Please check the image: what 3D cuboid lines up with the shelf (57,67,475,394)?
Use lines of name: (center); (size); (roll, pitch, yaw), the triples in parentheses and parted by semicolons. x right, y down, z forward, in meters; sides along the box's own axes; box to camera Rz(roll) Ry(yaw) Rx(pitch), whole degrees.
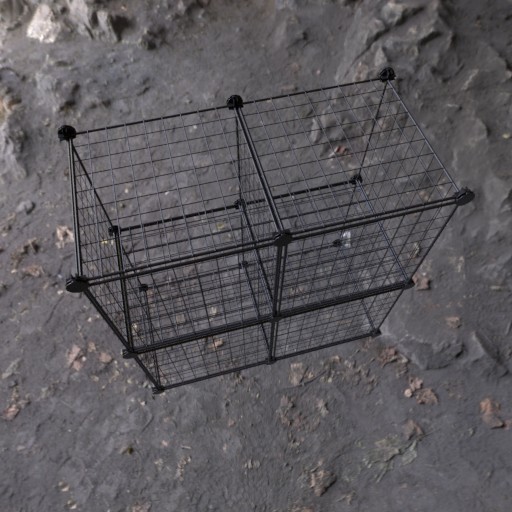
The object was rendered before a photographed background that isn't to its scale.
shelf: (0.000, 0.000, 1.123); (0.711, 0.711, 0.356); (-13, 60, -8)
